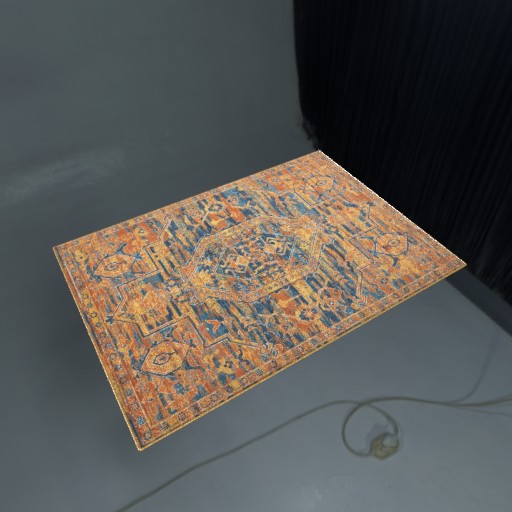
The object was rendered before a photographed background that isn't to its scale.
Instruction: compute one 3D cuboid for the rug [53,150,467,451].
[{"bbox_3d":[0.000,0.000,3.800,2.916,0.019,2.043,-24,51,-21],"label":"rug"}]
